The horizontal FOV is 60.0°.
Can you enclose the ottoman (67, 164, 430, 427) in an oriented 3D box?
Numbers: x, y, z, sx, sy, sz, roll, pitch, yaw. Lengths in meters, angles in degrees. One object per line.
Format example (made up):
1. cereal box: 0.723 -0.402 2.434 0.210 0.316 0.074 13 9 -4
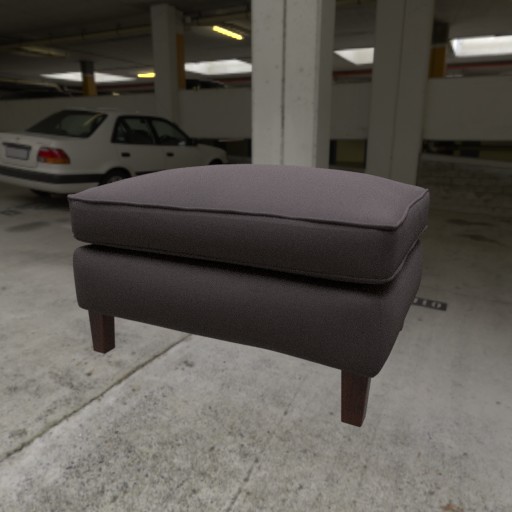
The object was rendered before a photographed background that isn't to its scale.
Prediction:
1. ottoman: 0.000 0.000 1.008 0.686 0.406 0.508 8 17 25
